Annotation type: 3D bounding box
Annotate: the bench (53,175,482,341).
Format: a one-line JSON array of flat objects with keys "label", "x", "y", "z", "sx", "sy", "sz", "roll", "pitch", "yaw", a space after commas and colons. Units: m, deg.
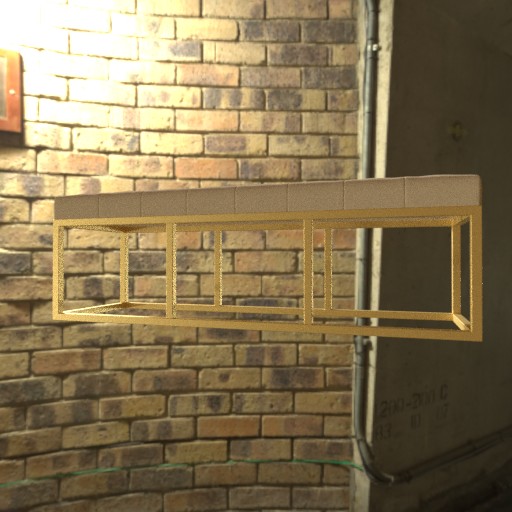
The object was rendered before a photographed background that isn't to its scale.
[{"label": "bench", "x": 0.000, "y": 0.000, "z": 1.674, "sx": 1.473, "sy": 0.484, "sz": 0.457, "roll": 0, "pitch": 0, "yaw": 17}]
